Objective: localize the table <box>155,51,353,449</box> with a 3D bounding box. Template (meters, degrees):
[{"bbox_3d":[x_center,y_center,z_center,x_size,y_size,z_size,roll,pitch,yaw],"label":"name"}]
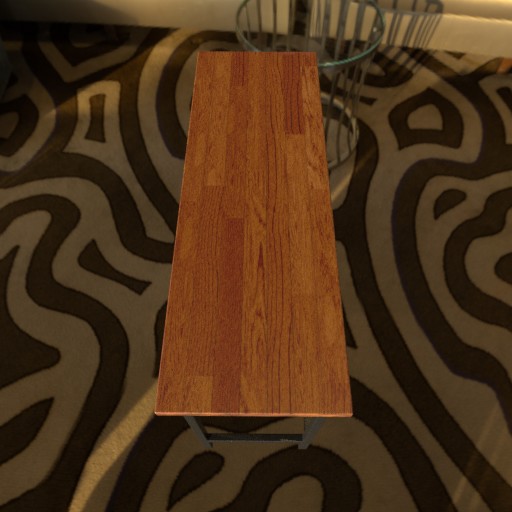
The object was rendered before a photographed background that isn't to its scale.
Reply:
[{"bbox_3d":[0.000,0.000,1.534,0.408,0.740,1.204,0,59,0],"label":"table"}]
